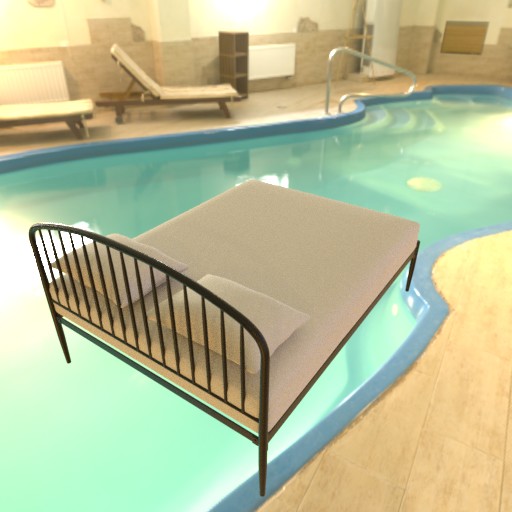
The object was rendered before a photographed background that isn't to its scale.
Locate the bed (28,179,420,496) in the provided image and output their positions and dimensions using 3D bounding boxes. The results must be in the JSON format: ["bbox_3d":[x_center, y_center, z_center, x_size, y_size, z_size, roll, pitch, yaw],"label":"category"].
[{"bbox_3d":[0.000,0.000,3.024,1.618,1.166,2.159,20,36,30],"label":"bed"}]
